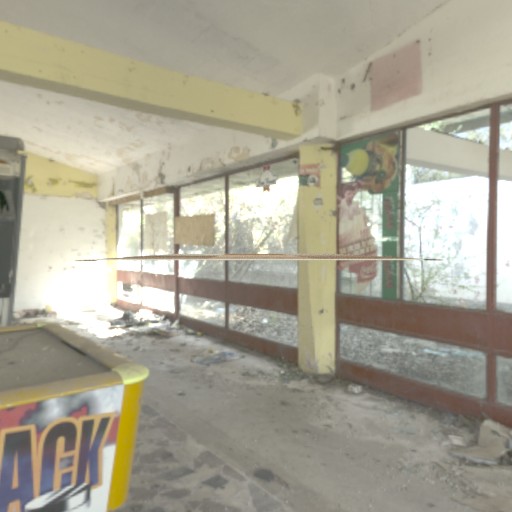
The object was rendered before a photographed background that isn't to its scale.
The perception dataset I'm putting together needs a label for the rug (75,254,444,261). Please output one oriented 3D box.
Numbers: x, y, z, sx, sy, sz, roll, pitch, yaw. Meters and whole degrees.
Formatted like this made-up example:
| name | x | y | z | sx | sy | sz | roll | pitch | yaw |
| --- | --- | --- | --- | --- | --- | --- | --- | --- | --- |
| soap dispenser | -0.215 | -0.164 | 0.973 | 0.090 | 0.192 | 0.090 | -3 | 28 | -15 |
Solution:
| name | x | y | z | sx | sy | sz | roll | pitch | yaw |
| --- | --- | --- | --- | --- | --- | --- | --- | --- | --- |
| rug | 0.000 | 0.000 | 2.428 | 1.268 | 0.007 | 1.918 | 0 | 1 | -1 |
